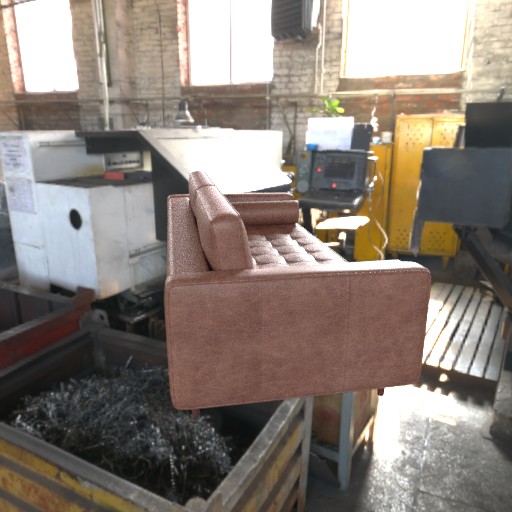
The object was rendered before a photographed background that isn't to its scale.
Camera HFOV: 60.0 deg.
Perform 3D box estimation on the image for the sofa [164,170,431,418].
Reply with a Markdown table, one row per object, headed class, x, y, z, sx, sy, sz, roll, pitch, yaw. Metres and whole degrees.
| class | x | y | z | sx | sy | sz | roll | pitch | yaw |
| --- | --- | --- | --- | --- | --- | --- | --- | --- | --- |
| sofa | 0.000 | 0.000 | 2.323 | 0.910 | 0.760 | 1.870 | -3 | 16 | -10 |
